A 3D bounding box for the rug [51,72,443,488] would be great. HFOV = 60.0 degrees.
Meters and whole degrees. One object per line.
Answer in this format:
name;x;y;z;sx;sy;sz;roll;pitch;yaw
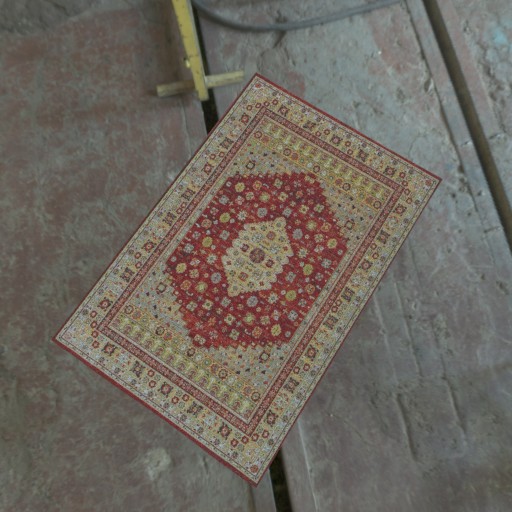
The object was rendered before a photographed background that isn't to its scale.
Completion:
rug;0.000;0.000;2.259;1.194;0.013;1.802;33;78;8
